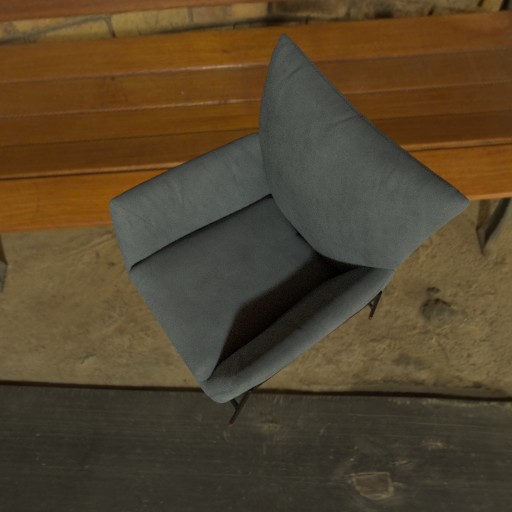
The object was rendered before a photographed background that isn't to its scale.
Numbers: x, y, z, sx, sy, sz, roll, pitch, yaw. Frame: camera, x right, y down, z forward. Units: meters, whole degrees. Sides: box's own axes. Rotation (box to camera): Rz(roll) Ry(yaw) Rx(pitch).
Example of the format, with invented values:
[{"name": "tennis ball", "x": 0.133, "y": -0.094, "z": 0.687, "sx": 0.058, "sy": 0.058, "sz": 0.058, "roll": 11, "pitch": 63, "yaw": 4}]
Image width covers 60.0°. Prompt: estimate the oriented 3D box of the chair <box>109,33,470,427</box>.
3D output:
[{"name": "chair", "x": 0.000, "y": 0.000, "z": 1.375, "sx": 0.709, "sy": 0.858, "sz": 0.678, "roll": -33, "pitch": 69, "yaw": -15}]
